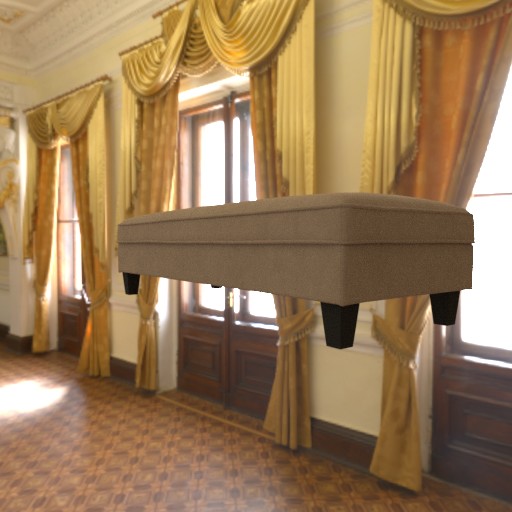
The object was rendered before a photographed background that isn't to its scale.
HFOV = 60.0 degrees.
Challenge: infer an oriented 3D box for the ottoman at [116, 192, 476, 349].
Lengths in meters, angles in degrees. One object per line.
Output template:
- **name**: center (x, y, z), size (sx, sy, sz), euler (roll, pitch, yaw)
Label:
- **ottoman**: center (0.000, 0.000, 2.043), size (0.735, 0.460, 1.726), euler (-1, 2, -37)
